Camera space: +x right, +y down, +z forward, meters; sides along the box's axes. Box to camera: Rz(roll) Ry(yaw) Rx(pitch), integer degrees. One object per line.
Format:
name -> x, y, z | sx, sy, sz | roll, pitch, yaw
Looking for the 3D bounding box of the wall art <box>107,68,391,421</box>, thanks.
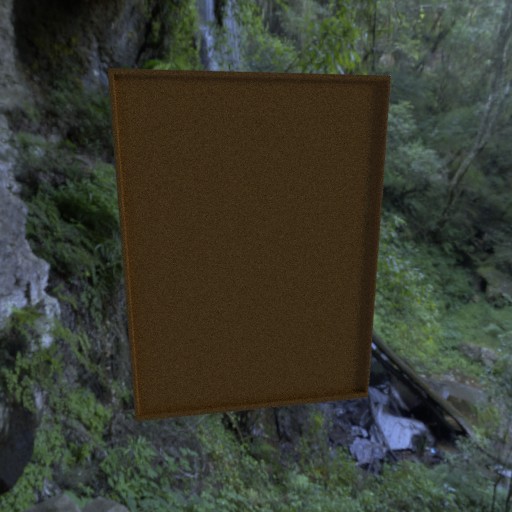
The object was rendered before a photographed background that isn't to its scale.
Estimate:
wall art -> 0.000, 0.000, 1.316 | 0.762, 1.015, 0.031 | -3, 15, -10
